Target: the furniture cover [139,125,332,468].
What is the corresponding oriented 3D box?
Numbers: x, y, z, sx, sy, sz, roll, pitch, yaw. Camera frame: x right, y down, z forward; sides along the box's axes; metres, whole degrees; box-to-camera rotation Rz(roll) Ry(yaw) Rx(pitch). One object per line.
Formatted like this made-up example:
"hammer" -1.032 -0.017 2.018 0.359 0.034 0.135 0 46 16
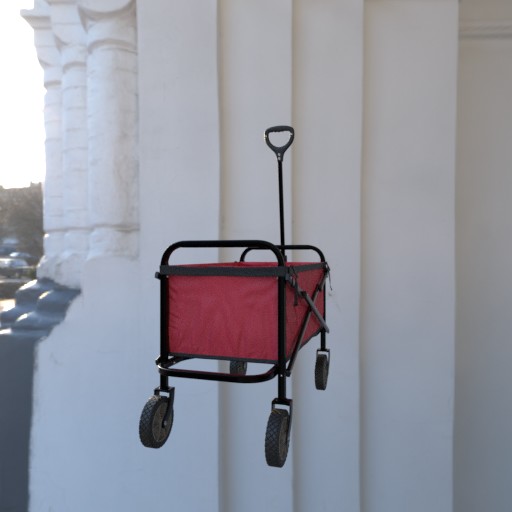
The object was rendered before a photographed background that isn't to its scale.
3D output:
"furniture cover" 0.000 0.000 1.858 0.532 1.295 1.038 0 0 18
